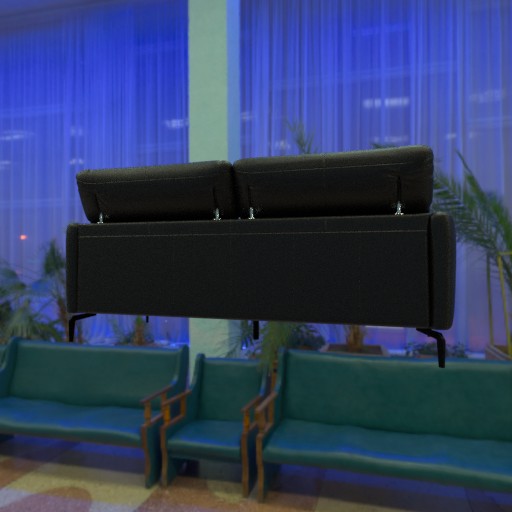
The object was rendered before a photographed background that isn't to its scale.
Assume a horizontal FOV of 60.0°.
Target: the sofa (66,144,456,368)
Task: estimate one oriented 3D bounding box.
[{"bbox_3d":[0.000,0.000,2.547,2.069,0.957,0.856,0,0,18],"label":"sofa"}]
